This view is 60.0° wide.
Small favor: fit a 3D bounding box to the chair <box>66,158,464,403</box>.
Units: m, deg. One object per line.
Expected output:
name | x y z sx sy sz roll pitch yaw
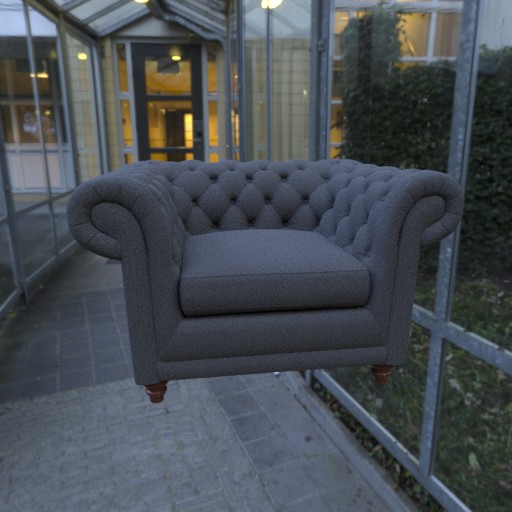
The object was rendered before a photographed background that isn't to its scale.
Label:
chair | 0.000 0.000 1.872 1.270 0.770 0.976 -2 15 -8
